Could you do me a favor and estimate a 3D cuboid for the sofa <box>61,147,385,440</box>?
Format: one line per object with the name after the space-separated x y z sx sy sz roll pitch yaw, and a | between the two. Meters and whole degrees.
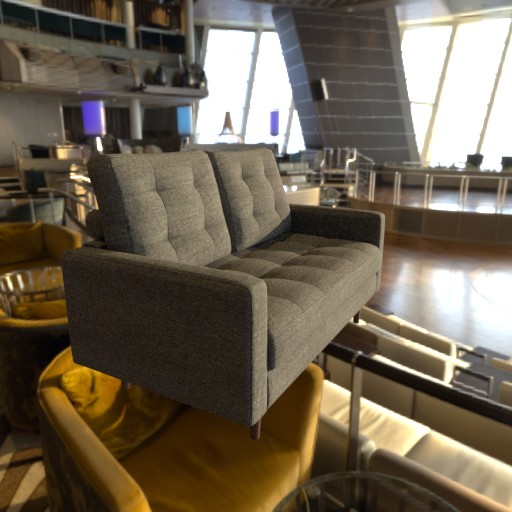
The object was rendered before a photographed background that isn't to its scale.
0.000 0.000 1.966 0.842 0.907 1.407 9 17 29 | sofa
